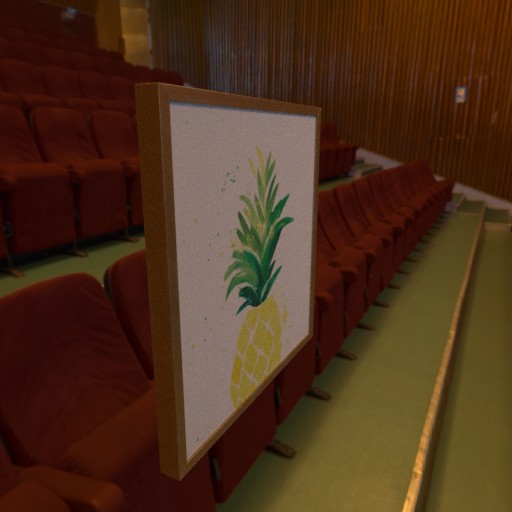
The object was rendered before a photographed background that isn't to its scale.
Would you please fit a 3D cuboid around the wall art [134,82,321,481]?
[{"bbox_3d":[0.000,0.000,0.763,0.033,0.509,0.510,8,17,27],"label":"wall art"}]
